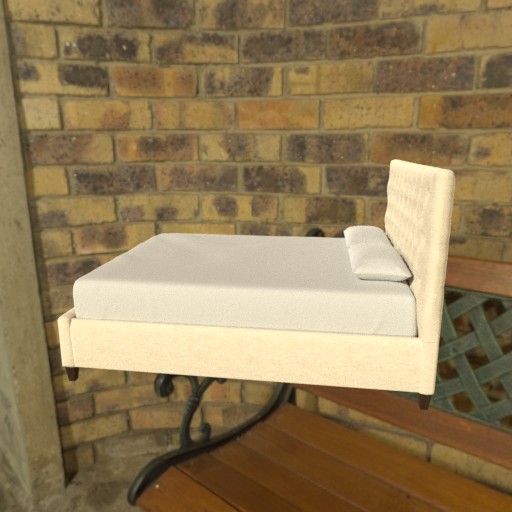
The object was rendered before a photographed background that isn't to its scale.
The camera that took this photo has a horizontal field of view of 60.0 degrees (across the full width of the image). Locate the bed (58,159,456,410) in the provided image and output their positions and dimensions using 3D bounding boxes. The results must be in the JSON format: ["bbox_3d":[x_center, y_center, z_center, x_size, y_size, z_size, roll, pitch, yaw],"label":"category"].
[{"bbox_3d":[0.000,0.000,3.444,2.387,1.427,1.698,2,14,8],"label":"bed"}]
